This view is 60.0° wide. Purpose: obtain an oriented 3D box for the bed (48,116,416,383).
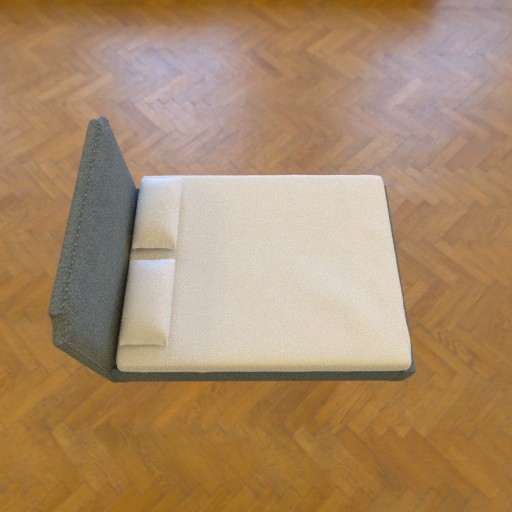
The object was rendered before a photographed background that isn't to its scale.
[{"bbox_3d":[0.000,0.000,3.404,2.372,1.443,1.712,0,64,0],"label":"bed"}]
